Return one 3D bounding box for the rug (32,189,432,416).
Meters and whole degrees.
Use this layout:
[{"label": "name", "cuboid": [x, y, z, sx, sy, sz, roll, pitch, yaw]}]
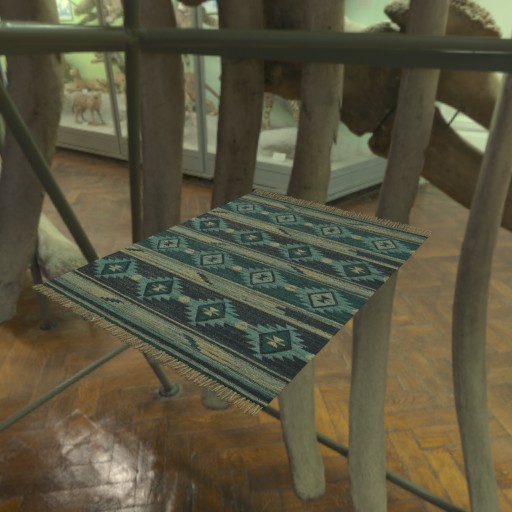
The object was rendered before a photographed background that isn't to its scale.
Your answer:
[{"label": "rug", "cuboid": [0.000, 0.000, 4.354, 2.418, 0.047, 3.307, 19, 33, 32]}]
